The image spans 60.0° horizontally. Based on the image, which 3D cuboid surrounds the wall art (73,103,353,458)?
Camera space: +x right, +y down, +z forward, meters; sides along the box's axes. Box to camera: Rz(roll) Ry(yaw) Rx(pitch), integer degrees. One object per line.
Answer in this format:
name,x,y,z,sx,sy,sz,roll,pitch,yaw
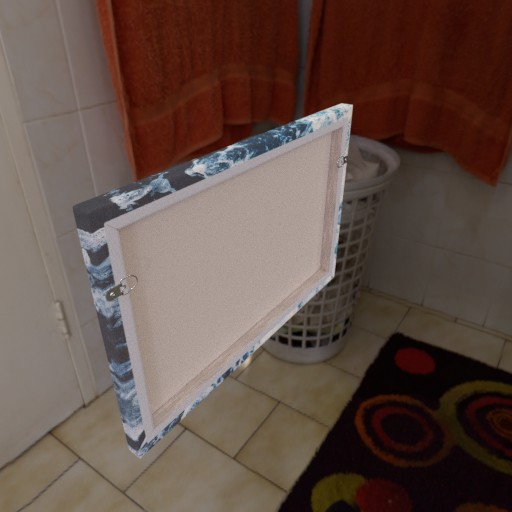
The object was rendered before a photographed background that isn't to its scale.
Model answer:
wall art,0.000,0.000,1.157,0.042,0.610,0.915,21,37,31
